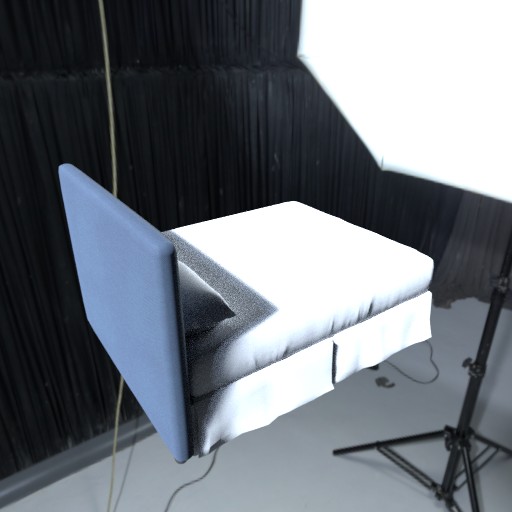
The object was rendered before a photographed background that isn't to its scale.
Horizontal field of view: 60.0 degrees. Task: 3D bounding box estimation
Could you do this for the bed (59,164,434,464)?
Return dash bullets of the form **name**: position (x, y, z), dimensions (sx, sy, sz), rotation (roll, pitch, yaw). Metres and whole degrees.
- **bed**: position (0.000, 0.000, 3.207), dimensions (2.162, 1.330, 1.713), rotation (-17, 30, -31)
